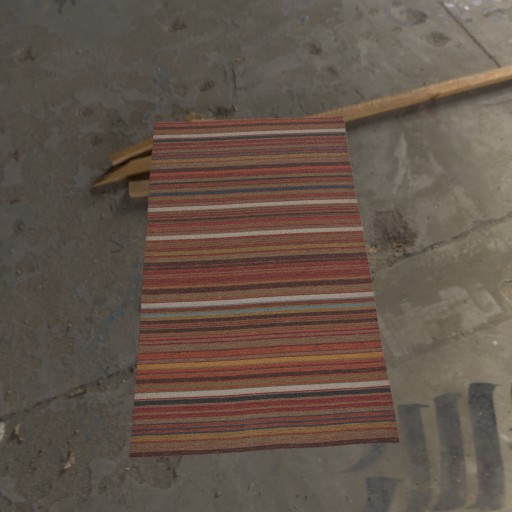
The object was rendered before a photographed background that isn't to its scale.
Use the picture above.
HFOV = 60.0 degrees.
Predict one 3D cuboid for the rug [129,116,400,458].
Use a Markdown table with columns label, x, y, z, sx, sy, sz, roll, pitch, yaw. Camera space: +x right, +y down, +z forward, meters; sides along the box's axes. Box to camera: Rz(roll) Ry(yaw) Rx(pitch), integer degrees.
| label | x | y | z | sx | sy | sz | roll | pitch | yaw |
| --- | --- | --- | --- | --- | --- | --- | --- | --- | --- |
| rug | 0.000 | 0.000 | 3.017 | 1.523 | 0.008 | 2.438 | -2 | 64 | -1 |
